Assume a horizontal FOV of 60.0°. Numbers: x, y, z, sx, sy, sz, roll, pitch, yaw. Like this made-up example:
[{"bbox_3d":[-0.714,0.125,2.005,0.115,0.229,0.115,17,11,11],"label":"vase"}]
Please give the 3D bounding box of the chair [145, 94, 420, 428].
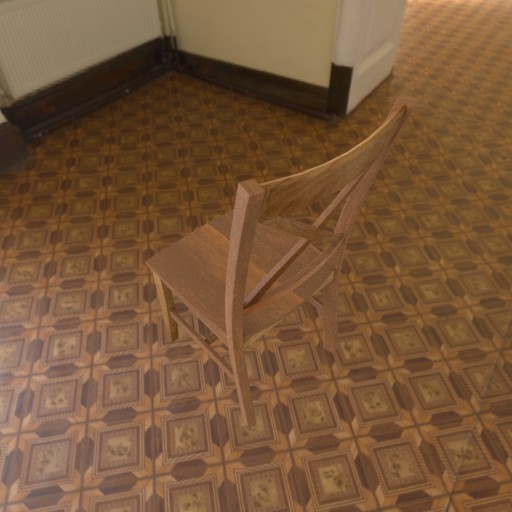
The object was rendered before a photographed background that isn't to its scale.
[{"bbox_3d":[0.000,0.000,1.297,0.485,0.983,0.542,-34,54,-28],"label":"chair"}]
